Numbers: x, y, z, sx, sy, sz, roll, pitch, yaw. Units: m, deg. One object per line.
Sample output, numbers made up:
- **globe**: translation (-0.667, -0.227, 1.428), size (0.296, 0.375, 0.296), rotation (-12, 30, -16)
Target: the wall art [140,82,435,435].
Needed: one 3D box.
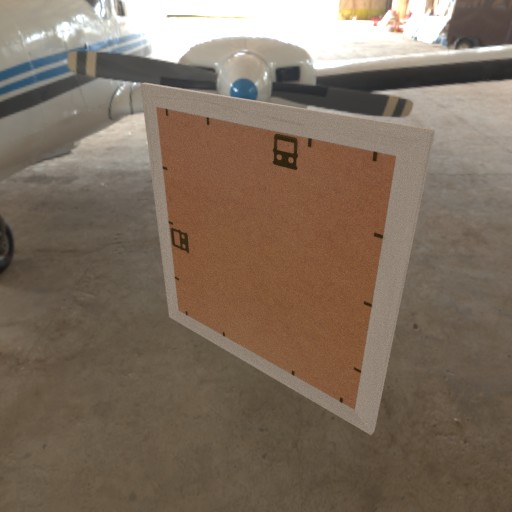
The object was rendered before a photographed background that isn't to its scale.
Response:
- **wall art**: translation (0.000, 0.000, 0.872), size (0.584, 0.584, 0.013), rotation (22, 37, 33)
